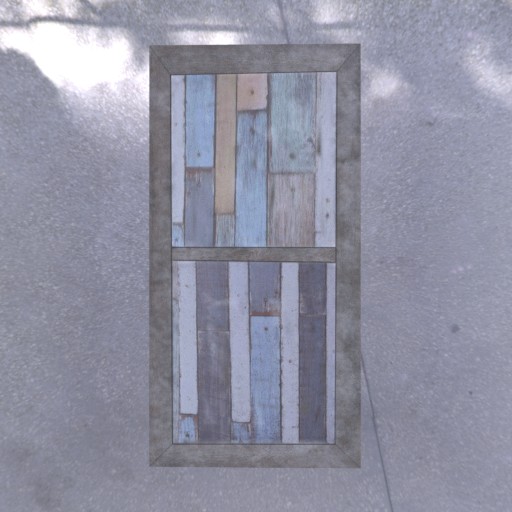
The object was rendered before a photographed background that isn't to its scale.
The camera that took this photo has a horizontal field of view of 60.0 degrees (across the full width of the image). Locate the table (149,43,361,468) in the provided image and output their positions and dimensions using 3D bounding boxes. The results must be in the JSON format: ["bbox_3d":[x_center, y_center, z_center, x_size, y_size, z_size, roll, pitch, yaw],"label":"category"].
[{"bbox_3d":[0.000,0.000,1.510,0.610,0.470,1.219,0,90,1],"label":"table"}]
